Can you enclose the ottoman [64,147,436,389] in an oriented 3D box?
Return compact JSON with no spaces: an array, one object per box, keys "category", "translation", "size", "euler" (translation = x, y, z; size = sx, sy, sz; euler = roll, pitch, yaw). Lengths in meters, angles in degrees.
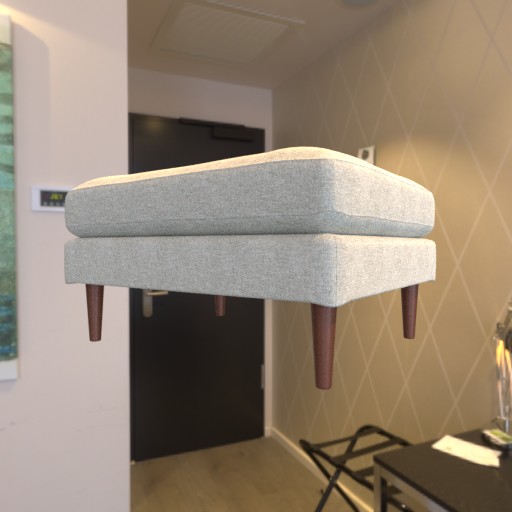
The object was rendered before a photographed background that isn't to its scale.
[{"category":"ottoman","translation":[0.000,0.000,1.254],"size":[0.821,0.474,0.693],"euler":[1,2,35]}]
